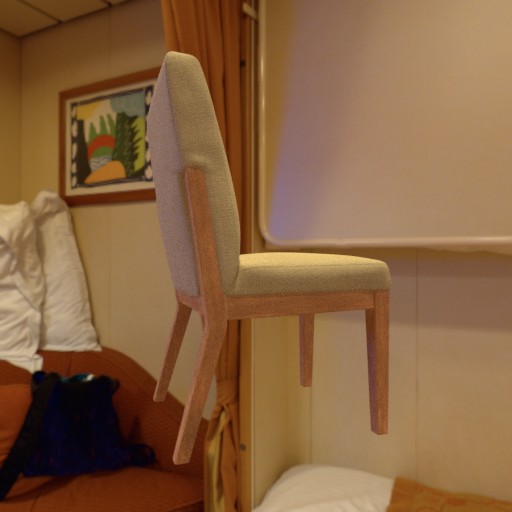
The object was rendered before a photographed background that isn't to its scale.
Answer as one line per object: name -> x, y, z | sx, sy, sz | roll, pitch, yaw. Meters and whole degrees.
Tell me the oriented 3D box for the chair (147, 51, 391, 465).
chair -> 0.000, 0.000, 1.272 | 0.586, 0.911, 0.507 | 0, 0, -18
